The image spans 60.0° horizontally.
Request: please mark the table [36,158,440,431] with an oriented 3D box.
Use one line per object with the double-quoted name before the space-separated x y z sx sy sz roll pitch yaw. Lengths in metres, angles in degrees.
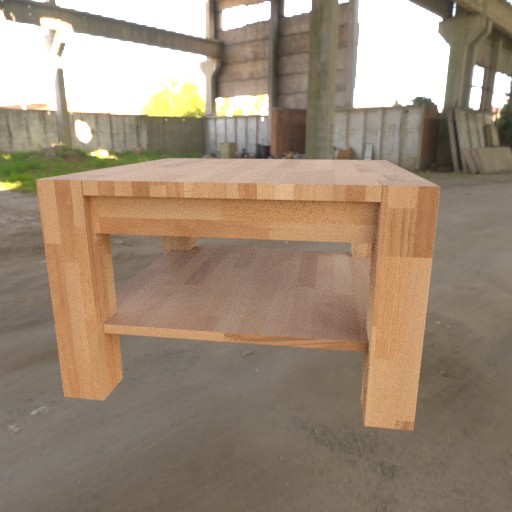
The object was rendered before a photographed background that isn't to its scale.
"table" 0.000 0.000 1.145 0.700 0.451 0.700 2 16 9
